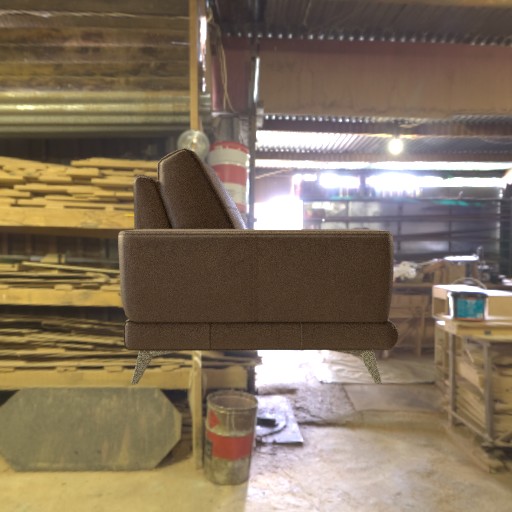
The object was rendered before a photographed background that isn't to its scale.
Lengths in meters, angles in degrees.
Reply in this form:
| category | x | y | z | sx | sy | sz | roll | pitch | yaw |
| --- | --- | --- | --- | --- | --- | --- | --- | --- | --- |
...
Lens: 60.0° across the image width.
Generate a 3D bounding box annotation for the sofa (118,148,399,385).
| category | x | y | z | sx | sy | sz | roll | pitch | yaw |
| --- | --- | --- | --- | --- | --- | --- | --- | --- | --- |
| sofa | 0.000 | 0.000 | 2.446 | 1.018 | 0.907 | 1.806 | 0 | 2 | -1 |
